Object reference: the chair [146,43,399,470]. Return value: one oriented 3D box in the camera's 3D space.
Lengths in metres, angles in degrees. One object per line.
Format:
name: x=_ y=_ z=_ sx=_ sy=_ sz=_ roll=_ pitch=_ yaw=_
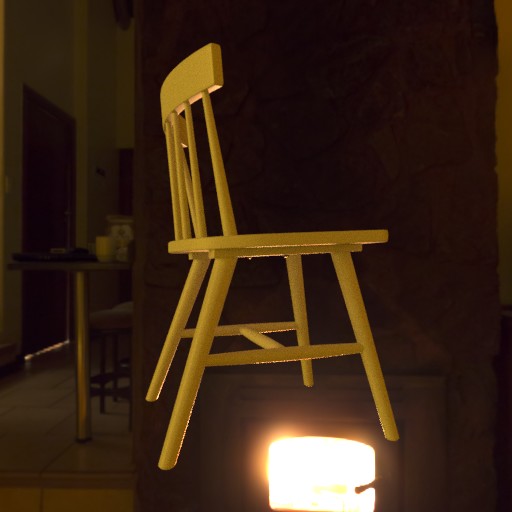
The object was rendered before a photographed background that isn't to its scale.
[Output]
chair: x=0.000 y=0.000 z=1.089 sx=0.500 sy=0.787 sz=0.483 roll=0 pitch=-1 yaw=-17
